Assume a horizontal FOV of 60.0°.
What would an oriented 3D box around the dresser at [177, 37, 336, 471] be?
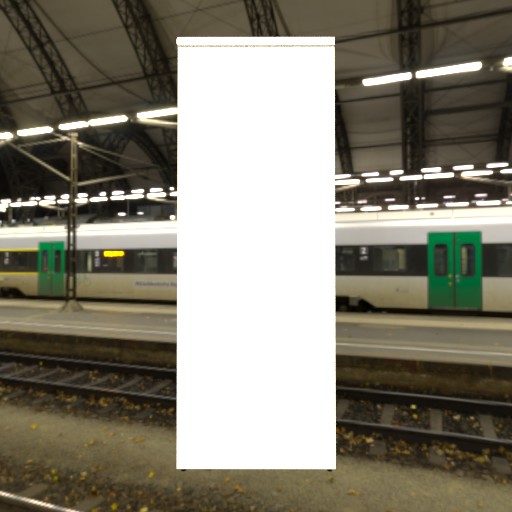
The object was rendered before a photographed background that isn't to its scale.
[{"bbox_3d":[0.000,0.000,1.458,0.380,1.040,0.800,0,-1,0],"label":"dresser"}]
